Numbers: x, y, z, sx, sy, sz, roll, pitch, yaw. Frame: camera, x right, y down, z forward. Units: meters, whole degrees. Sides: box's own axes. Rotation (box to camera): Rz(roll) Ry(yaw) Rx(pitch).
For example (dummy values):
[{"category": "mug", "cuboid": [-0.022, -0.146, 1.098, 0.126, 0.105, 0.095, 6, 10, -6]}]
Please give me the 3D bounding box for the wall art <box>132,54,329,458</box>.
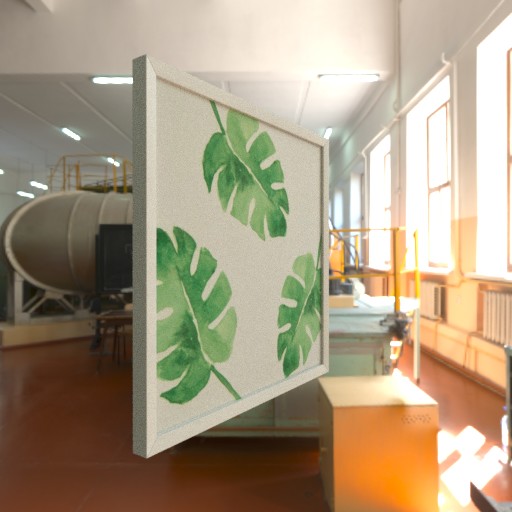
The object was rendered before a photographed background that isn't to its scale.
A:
[{"category": "wall art", "cuboid": [0.000, 0.000, 1.154, 0.040, 0.762, 0.762, 0, 0, 36]}]
